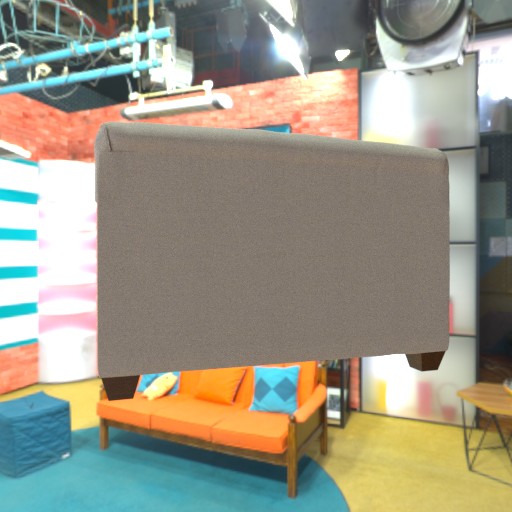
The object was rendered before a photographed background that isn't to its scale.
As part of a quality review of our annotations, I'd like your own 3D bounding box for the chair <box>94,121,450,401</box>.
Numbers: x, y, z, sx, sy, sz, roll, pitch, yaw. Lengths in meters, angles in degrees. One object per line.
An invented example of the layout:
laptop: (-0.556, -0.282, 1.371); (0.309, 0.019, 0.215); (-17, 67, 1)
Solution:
chair: (0.000, 0.000, 2.072); (1.383, 0.948, 1.000); (0, 0, -17)
